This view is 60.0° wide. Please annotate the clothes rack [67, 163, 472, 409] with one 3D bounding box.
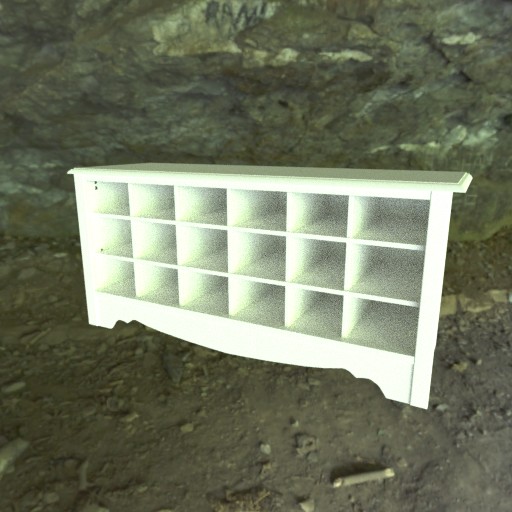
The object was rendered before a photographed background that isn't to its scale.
[{"bbox_3d":[0.000,0.000,1.461,1.218,0.558,0.405,7,16,26],"label":"clothes rack"}]
